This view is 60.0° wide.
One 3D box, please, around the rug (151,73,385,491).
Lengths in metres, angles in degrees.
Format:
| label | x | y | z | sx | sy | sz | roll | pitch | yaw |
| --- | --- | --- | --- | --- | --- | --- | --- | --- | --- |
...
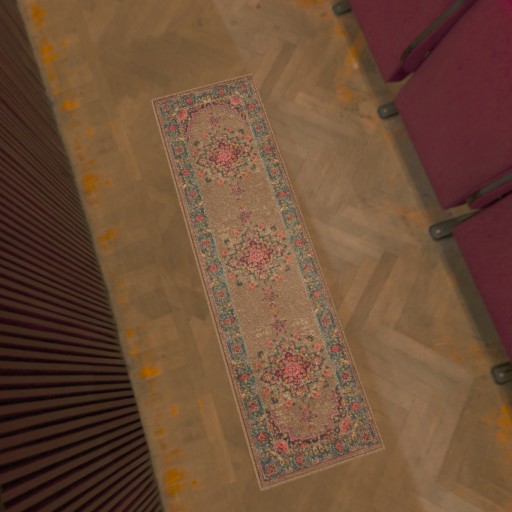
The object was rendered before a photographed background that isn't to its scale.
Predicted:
| label | x | y | z | sx | sy | sz | roll | pitch | yaw |
| --- | --- | --- | --- | --- | --- | --- | --- | --- | --- |
| rug | 0.000 | 0.000 | 2.478 | 0.659 | 0.019 | 2.297 | -16 | 75 | -4 |
